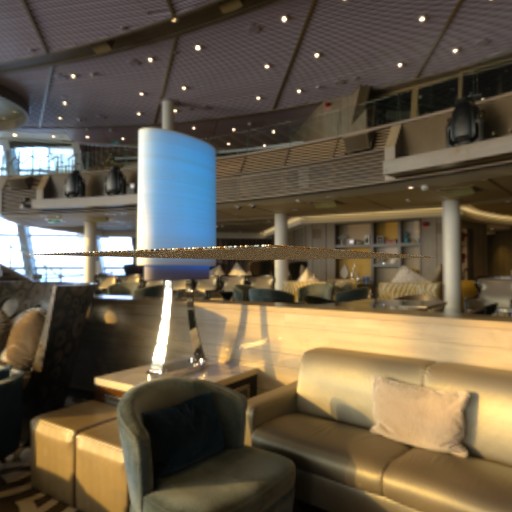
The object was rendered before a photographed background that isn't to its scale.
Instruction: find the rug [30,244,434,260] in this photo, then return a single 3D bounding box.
[{"bbox_3d":[0.000,0.000,4.175,2.439,0.010,3.048,-1,-2,36],"label":"rug"}]
